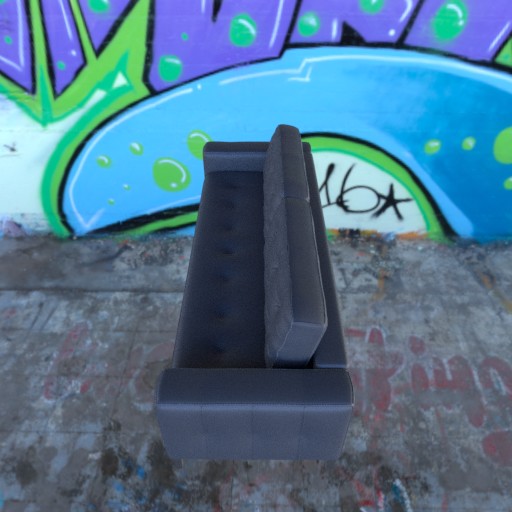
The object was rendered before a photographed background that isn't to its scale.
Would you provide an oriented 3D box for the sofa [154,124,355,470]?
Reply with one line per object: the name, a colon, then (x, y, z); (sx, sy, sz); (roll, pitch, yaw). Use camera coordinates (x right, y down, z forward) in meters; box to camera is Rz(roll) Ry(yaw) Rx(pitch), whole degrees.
sofa: (0.000, 0.000, 2.726); (0.833, 0.893, 2.275); (0, 42, 0)
